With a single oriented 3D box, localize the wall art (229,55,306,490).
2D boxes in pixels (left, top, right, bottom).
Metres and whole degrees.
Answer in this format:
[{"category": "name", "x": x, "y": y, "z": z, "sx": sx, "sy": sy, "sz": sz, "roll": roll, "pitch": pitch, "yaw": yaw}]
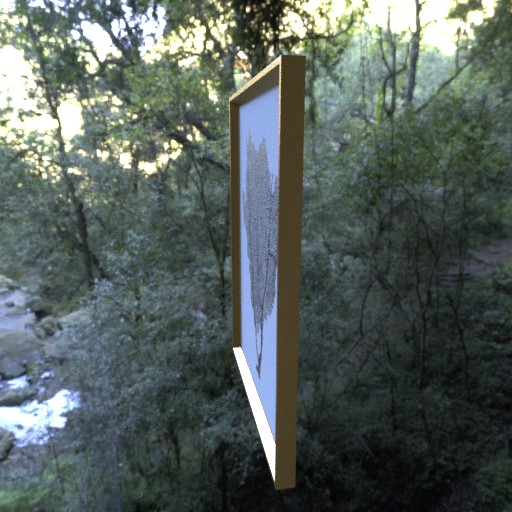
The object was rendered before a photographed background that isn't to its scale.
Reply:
[{"category": "wall art", "x": 0.000, "y": 0.000, "z": 1.040, "sx": 0.038, "sy": 0.762, "sz": 0.610, "roll": -3, "pitch": 14, "yaw": -10}]
